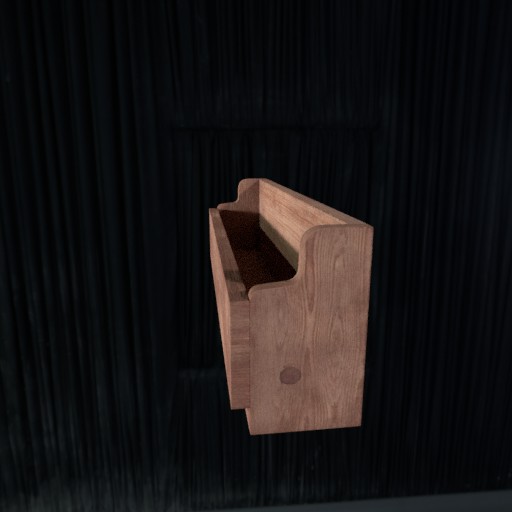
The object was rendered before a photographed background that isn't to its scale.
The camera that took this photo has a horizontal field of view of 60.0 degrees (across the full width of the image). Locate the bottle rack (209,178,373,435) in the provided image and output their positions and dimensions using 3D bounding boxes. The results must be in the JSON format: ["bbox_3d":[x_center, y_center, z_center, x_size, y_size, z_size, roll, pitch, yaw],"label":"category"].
[{"bbox_3d":[0.000,0.000,0.692,0.126,0.196,0.608,-2,14,-7],"label":"bottle rack"}]
